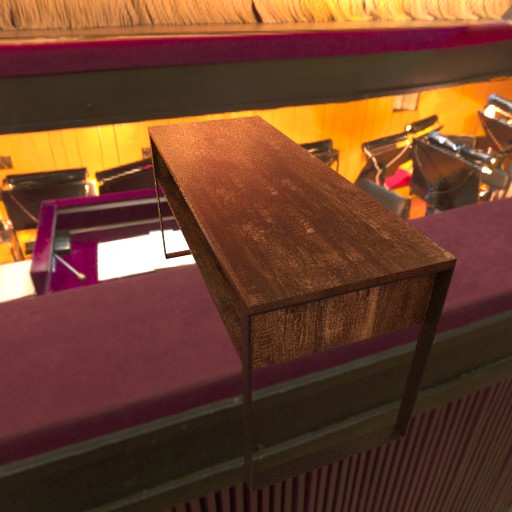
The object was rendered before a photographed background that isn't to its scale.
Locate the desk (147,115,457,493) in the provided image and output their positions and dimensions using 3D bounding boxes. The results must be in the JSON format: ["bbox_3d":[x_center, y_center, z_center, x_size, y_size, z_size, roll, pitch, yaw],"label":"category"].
[{"bbox_3d":[0.000,0.000,1.908,0.599,0.762,1.524,-11,34,-17],"label":"desk"}]
